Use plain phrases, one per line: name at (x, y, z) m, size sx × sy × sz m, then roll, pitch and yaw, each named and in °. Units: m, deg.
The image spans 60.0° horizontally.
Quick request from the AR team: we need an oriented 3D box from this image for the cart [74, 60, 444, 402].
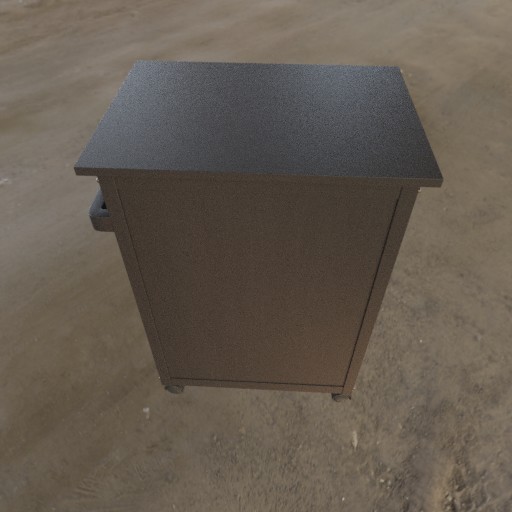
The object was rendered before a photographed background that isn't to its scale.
cart at (0.000, 0.000, 1.234) m, size 0.660 × 0.879 × 0.456 m, roll 2°, pitch 46°, yaw 2°
